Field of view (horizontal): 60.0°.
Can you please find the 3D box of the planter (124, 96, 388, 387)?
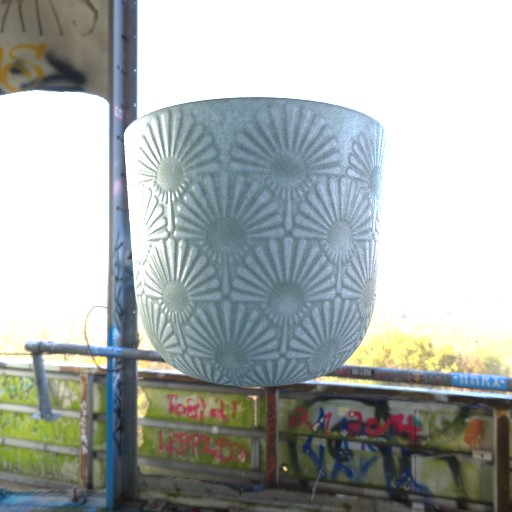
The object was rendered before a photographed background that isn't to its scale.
[{"bbox_3d":[0.000,0.000,0.296,0.170,0.152,0.170,0,-1,0],"label":"planter"}]
